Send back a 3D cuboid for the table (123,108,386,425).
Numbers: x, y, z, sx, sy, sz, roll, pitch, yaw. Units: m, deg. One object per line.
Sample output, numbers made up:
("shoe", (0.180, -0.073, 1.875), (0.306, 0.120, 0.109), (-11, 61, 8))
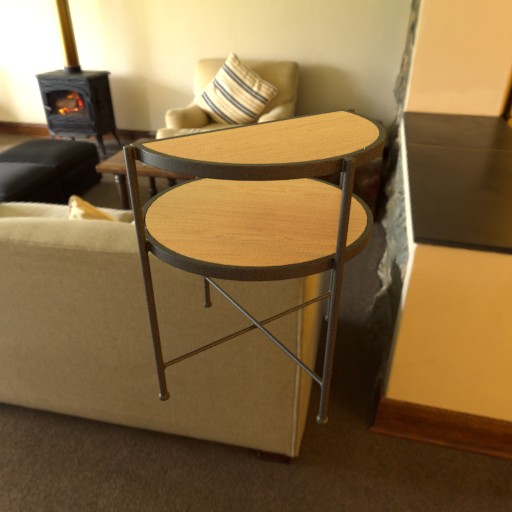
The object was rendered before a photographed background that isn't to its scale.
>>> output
("table", (0.000, 0.000, 1.175), (0.629, 0.684, 0.628), (-19, 35, -29))
